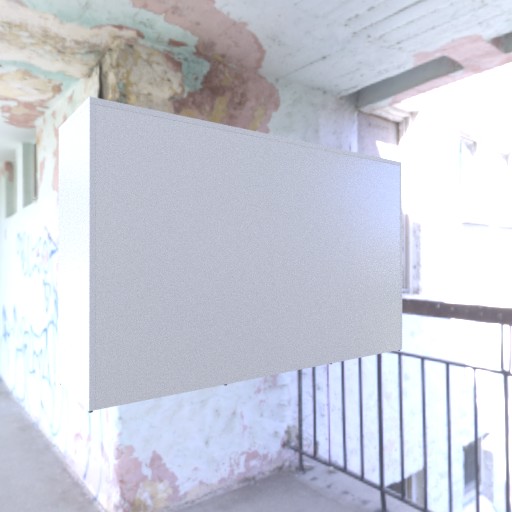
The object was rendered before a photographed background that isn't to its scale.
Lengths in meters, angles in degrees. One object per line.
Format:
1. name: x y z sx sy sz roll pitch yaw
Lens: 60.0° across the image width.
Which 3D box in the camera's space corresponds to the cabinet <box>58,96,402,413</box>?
1. cabinet: 0.000 0.000 1.838 1.450 0.900 0.380 0 0 -36
